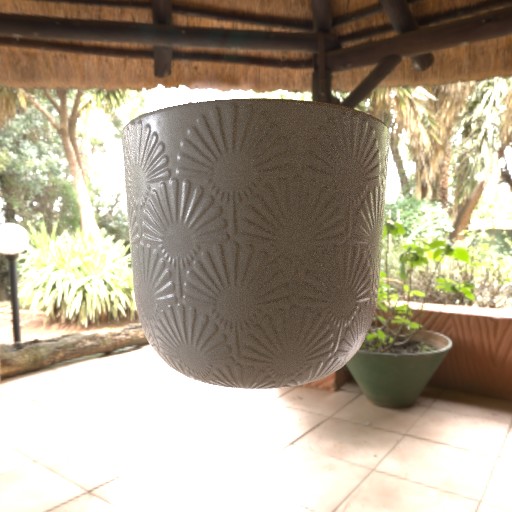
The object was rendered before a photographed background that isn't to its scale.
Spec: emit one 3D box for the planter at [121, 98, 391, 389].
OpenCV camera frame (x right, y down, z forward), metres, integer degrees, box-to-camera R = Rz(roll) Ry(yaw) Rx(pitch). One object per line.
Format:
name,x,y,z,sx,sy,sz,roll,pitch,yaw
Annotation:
planter,0.000,0.000,0.293,0.170,0.152,0.170,0,1,0
